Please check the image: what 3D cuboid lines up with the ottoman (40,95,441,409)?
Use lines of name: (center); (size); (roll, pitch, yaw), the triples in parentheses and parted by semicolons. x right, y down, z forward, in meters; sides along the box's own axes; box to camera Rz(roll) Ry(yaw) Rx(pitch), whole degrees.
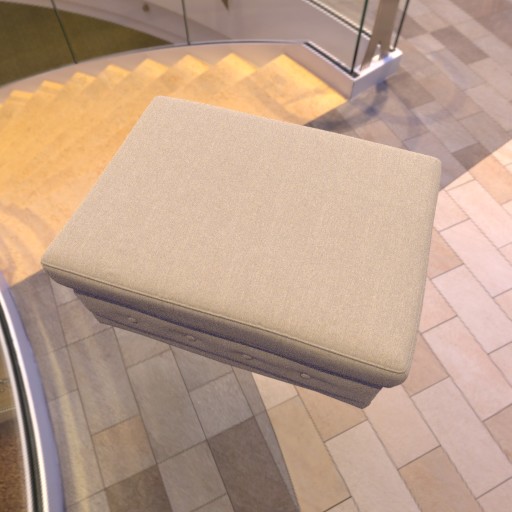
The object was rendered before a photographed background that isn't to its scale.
ottoman: (0.000, 0.000, 1.154); (0.771, 0.500, 0.569); (16, 60, 10)
